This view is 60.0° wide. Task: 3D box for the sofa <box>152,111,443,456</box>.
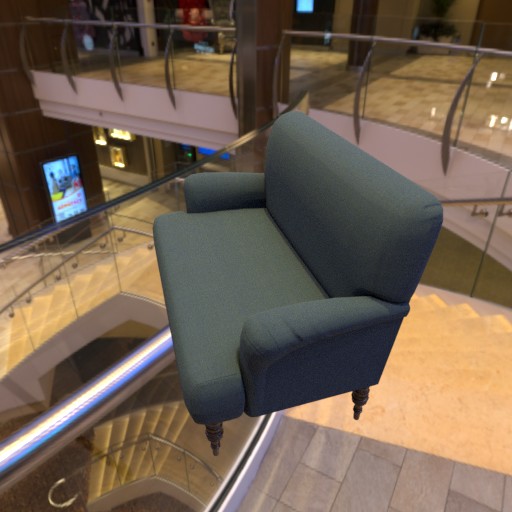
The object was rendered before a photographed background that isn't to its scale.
[{"bbox_3d":[0.000,0.000,1.832,0.779,0.889,1.297,-8,32,-14],"label":"sofa"}]
